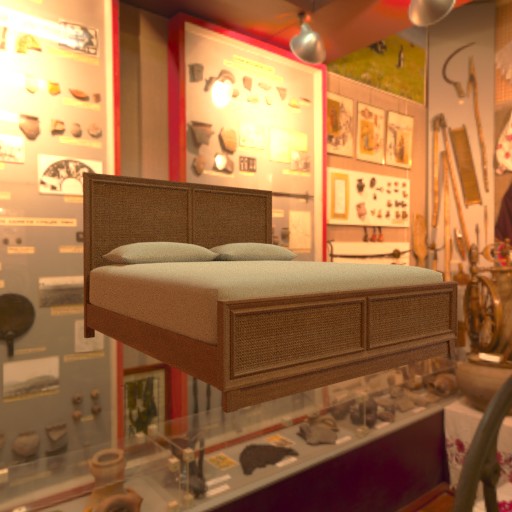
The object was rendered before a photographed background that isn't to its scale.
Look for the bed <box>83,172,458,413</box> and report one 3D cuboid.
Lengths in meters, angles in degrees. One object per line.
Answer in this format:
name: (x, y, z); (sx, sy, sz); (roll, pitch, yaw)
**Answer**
bed: (0.000, 0.000, 3.468); (2.003, 1.387, 2.184); (-1, 1, -37)
